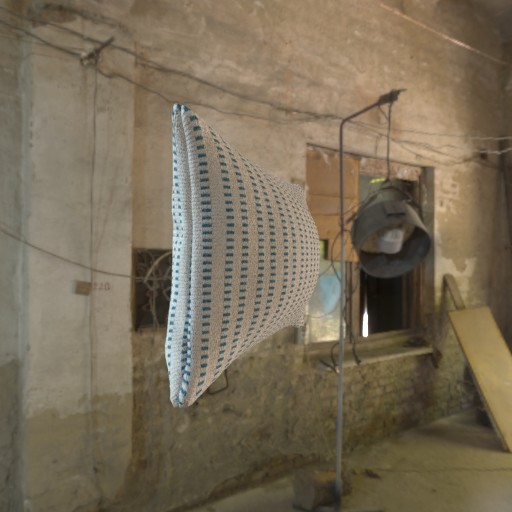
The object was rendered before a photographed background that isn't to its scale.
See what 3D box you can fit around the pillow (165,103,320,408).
[{"bbox_3d":[0.000,0.000,0.808,0.210,0.353,0.640,0,0,18],"label":"pillow"}]
